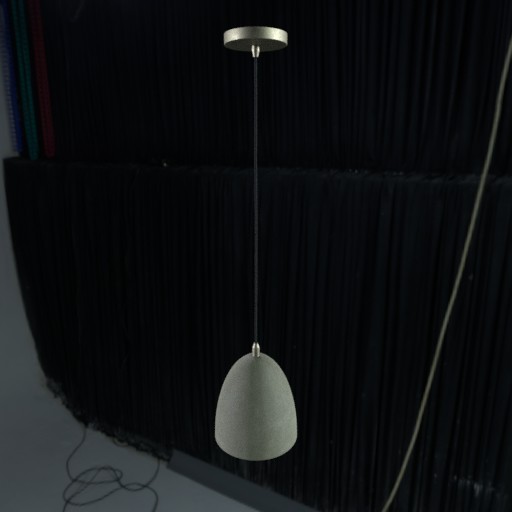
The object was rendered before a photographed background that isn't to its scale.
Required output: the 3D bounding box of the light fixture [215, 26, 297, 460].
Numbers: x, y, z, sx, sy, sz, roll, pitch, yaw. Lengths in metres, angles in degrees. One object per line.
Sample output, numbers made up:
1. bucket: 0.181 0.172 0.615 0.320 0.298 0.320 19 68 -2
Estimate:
1. light fixture: 0.000 0.000 0.831 0.170 0.759 0.170 7 16 26
